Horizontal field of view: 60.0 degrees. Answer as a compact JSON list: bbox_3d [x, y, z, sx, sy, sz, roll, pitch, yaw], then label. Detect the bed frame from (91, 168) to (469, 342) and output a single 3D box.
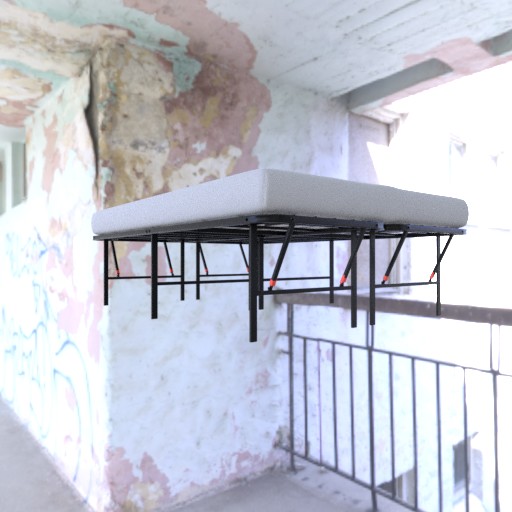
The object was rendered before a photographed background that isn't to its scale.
[{"bbox_3d":[0.000,0.000,2.627,1.372,0.637,1.905,0,0,-37],"label":"bed frame"}]
